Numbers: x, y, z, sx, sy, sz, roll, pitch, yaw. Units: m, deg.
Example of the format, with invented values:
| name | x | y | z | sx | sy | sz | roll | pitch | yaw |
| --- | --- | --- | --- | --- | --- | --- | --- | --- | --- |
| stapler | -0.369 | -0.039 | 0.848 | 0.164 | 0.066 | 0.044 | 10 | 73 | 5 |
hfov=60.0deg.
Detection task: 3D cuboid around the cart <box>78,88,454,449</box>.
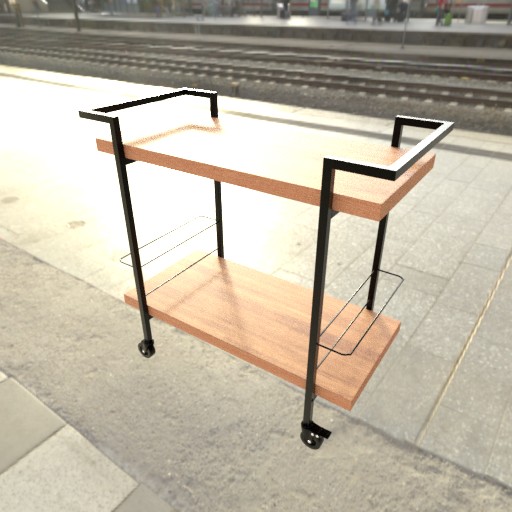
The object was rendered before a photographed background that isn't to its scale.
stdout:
| name | x | y | z | sx | sy | sz | roll | pitch | yaw |
| --- | --- | --- | --- | --- | --- | --- | --- | --- | --- |
| cart | 0.000 | 0.000 | 1.238 | 0.806 | 0.762 | 0.406 | 19 | 35 | 29 |
